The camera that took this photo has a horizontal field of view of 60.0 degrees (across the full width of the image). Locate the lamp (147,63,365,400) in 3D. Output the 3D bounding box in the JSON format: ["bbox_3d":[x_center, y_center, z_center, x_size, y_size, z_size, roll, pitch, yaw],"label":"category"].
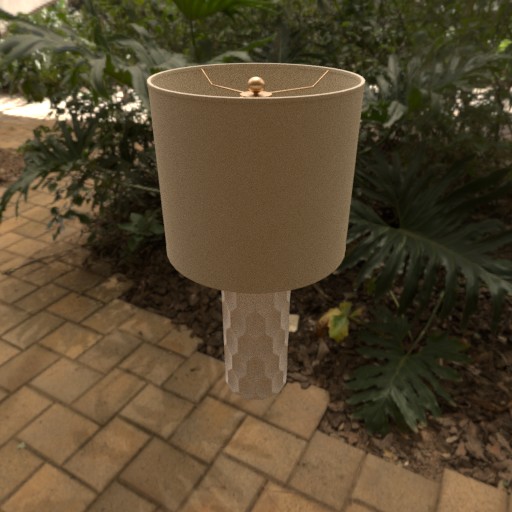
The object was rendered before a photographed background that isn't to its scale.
[{"bbox_3d":[0.000,0.000,0.709,0.277,0.537,0.277,0,30,1],"label":"lamp"}]
